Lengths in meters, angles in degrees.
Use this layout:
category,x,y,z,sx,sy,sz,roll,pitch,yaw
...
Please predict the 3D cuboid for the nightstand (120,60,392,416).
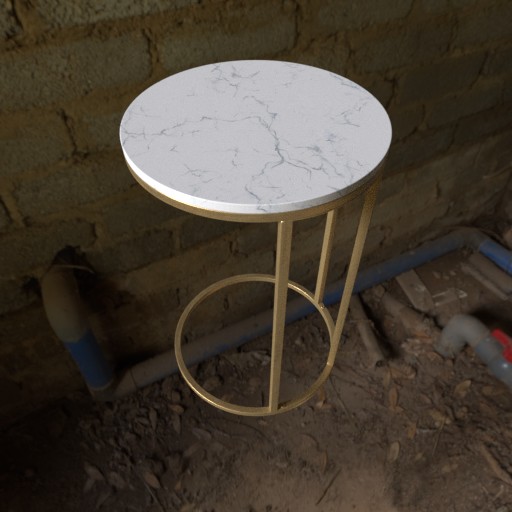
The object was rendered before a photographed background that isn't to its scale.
category,x,y,z,sx,sy,sz,roll,pitch,yaw
nightstand,0.000,0.000,0.888,0.400,0.610,0.400,18,50,16
